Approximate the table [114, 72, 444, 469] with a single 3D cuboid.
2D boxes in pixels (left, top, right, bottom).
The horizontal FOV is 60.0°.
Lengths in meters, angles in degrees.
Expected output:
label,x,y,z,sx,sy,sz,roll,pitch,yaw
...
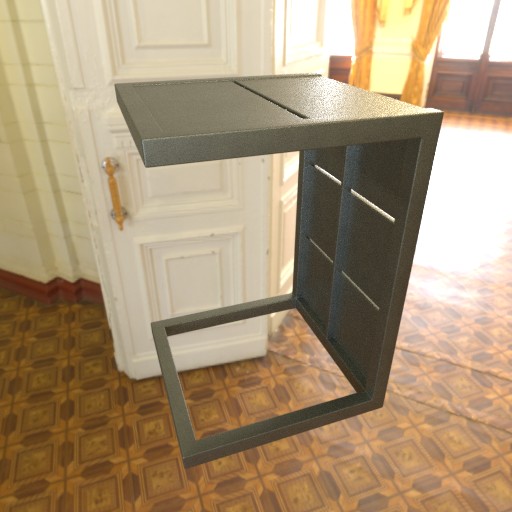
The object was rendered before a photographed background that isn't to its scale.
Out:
label,x,y,z,sx,sy,sz,roll,pitch,yaw
table,0.000,0.000,0.880,0.420,0.609,0.405,-10,32,-17
